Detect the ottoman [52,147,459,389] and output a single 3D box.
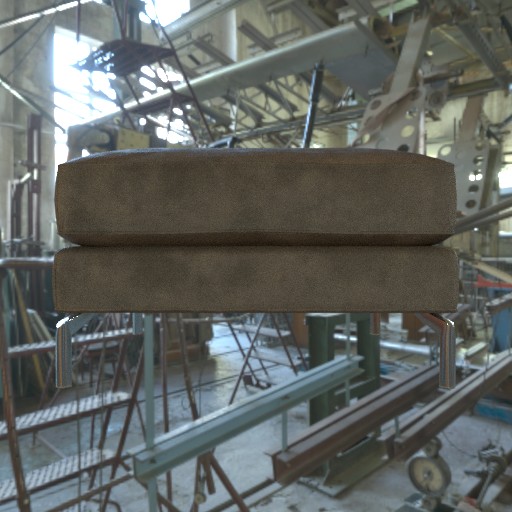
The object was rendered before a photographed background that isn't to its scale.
[{"bbox_3d":[0.000,0.000,1.024,0.719,0.456,0.520,0,1,0],"label":"ottoman"}]
